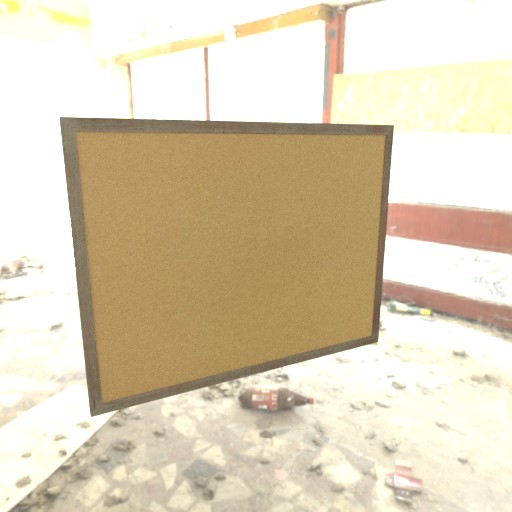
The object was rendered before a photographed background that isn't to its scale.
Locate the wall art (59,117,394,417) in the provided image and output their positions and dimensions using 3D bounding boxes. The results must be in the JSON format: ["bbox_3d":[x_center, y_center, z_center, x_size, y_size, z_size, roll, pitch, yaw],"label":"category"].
[{"bbox_3d":[0.000,0.000,1.334,1.012,0.774,0.019,-7,16,-26],"label":"wall art"}]
